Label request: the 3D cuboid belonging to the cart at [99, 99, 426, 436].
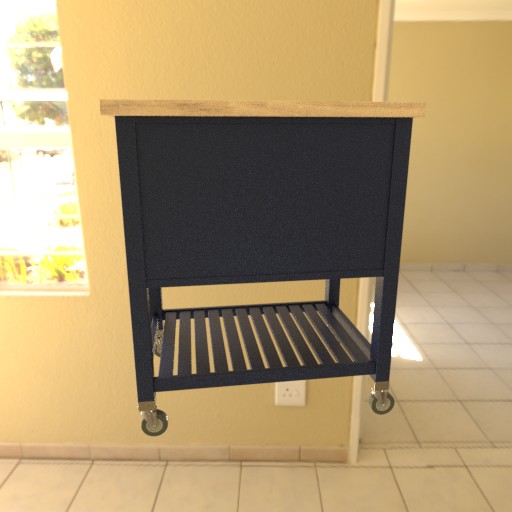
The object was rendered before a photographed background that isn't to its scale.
[{"bbox_3d":[0.000,0.000,1.445,0.797,0.920,0.567,-2,16,-8],"label":"cart"}]
